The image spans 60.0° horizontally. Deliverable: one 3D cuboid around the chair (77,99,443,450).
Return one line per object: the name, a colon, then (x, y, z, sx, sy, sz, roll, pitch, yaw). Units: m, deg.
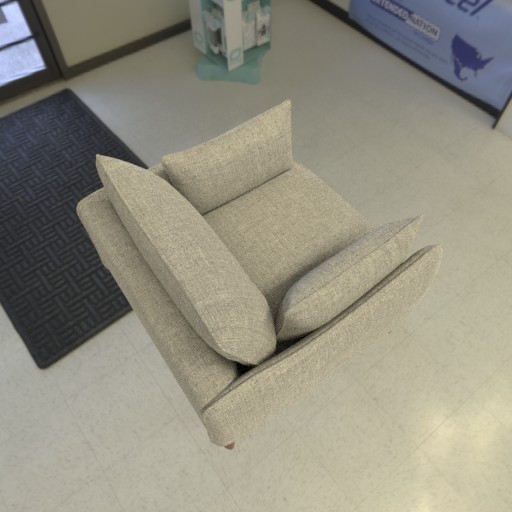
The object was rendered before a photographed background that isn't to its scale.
chair: (0.000, 0.000, 1.691, 0.976, 0.839, 0.993, -30, 62, -18)
